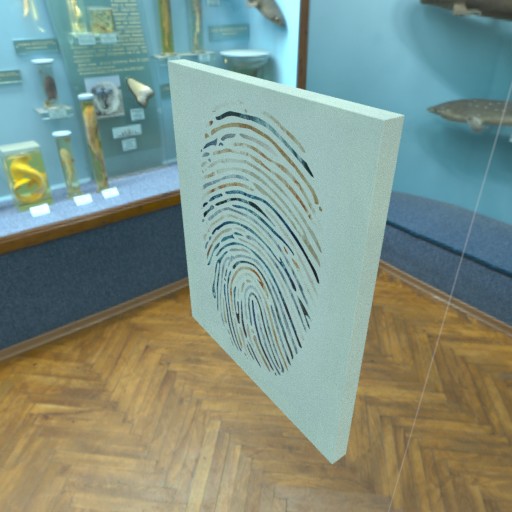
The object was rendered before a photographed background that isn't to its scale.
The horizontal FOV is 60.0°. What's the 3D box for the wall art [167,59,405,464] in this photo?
[{"bbox_3d":[0.000,0.000,0.812,0.037,0.606,0.508,-21,38,-30],"label":"wall art"}]
